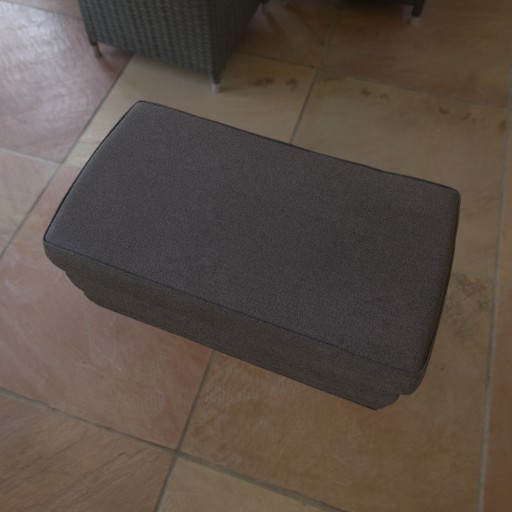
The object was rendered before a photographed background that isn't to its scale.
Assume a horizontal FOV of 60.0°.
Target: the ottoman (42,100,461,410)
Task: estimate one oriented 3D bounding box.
[{"bbox_3d":[0.000,0.000,1.146,0.864,0.448,0.490,19,64,9],"label":"ottoman"}]
